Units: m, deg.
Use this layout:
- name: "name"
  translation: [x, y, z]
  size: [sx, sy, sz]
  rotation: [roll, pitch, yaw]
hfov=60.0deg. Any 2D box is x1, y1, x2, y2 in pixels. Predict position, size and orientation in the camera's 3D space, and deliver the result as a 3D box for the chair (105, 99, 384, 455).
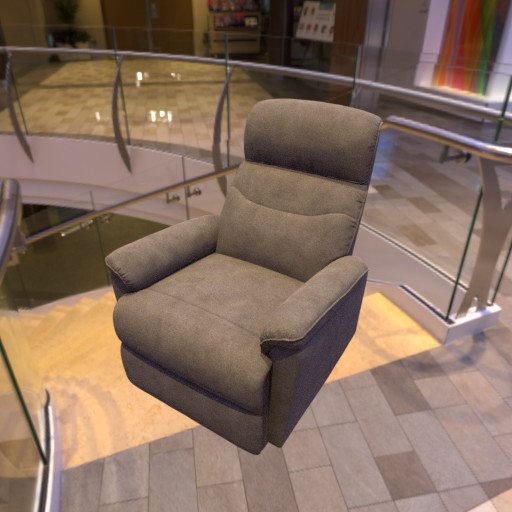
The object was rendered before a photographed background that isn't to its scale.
- name: "chair"
  translation: [0.000, 0.000, 1.753]
  size: [0.830, 1.036, 1.009]
  rotation: [18, 35, 28]
